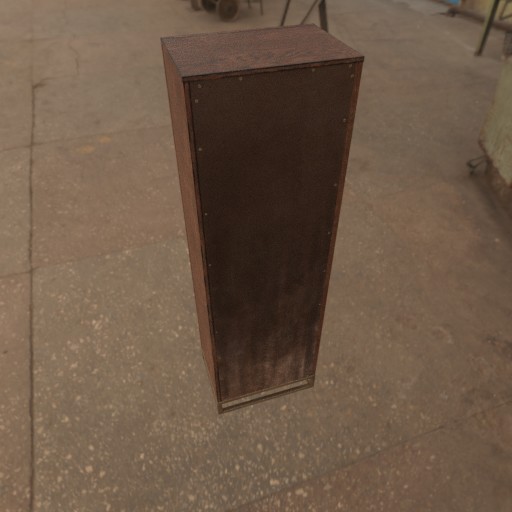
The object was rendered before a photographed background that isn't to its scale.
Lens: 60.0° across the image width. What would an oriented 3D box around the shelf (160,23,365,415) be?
[{"bbox_3d":[0.000,0.000,1.937,0.539,1.732,0.395,-12,43,-13],"label":"shelf"}]
